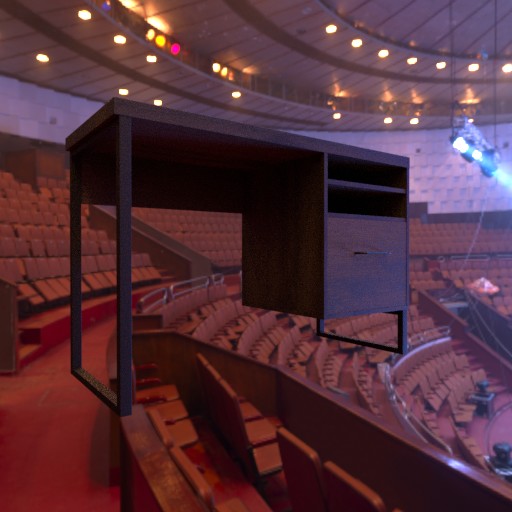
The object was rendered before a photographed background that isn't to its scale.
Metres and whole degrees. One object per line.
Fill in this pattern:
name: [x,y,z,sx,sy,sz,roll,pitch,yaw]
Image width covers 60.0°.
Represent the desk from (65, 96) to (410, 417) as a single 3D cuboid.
desk: [0.000,0.000,1.544,1.134,0.752,0.511,0,1,-36]
